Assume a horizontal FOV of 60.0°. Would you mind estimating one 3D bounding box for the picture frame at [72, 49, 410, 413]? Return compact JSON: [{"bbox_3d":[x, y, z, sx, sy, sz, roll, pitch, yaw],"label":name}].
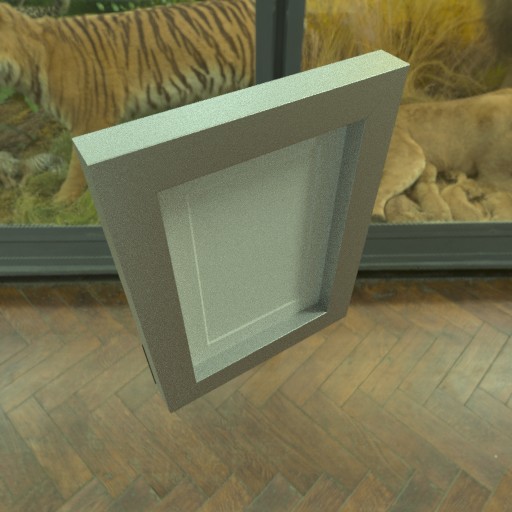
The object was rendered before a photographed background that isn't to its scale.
[{"bbox_3d":[0.000,0.000,0.269,0.157,0.208,0.028,-24,51,-21],"label":"picture frame"}]
